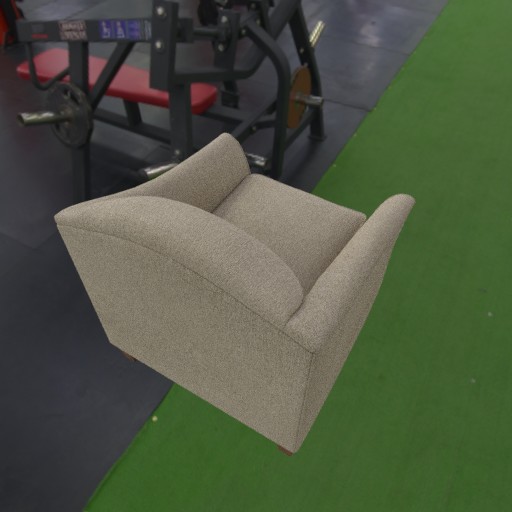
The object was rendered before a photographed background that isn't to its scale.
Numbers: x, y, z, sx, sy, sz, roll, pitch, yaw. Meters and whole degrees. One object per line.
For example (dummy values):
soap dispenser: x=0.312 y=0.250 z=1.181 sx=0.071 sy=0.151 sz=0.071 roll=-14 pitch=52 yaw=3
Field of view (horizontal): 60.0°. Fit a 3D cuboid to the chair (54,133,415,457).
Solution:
chair: x=0.000 y=0.000 z=1.441 sx=0.763 sy=0.839 sz=0.787 roll=24 pitch=52 yaw=20
